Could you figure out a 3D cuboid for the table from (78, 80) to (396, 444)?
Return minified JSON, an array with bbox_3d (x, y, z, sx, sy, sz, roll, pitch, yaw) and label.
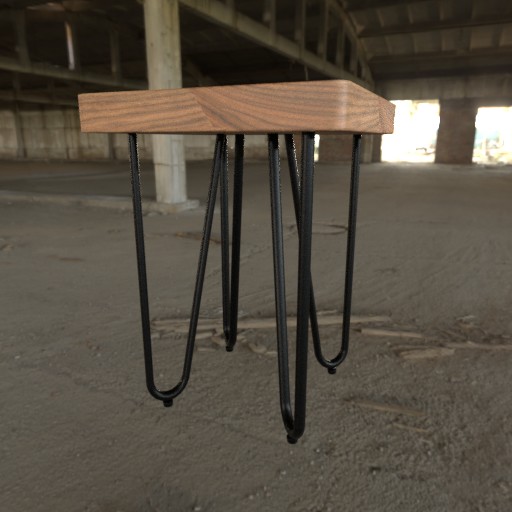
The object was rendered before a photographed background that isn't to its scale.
[{"bbox_3d":[0.000,0.000,0.962,0.479,0.641,0.480,7,16,24],"label":"table"}]
